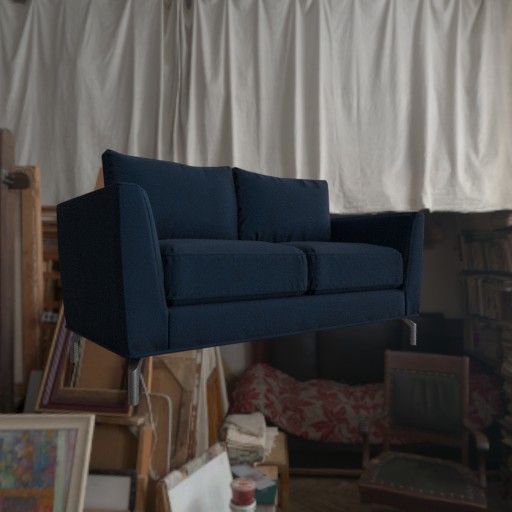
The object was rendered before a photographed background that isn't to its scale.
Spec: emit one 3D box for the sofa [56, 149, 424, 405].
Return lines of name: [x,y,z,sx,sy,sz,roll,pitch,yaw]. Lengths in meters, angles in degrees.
sofa: [0.000,0.000,2.311,1.770,1.002,0.853,0,0,-37]
